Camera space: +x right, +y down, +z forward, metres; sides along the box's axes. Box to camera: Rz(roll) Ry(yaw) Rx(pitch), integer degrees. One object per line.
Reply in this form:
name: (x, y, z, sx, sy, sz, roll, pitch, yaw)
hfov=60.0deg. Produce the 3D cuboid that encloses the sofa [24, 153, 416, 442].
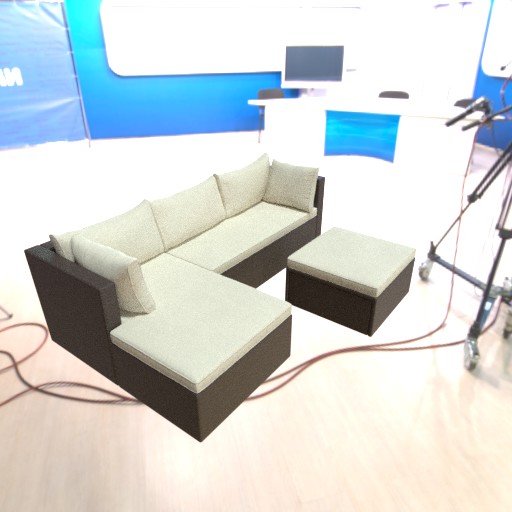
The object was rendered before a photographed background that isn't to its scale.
sofa: (0.000, 0.000, 2.934, 1.612, 0.766, 2.192, 19, 33, 32)
